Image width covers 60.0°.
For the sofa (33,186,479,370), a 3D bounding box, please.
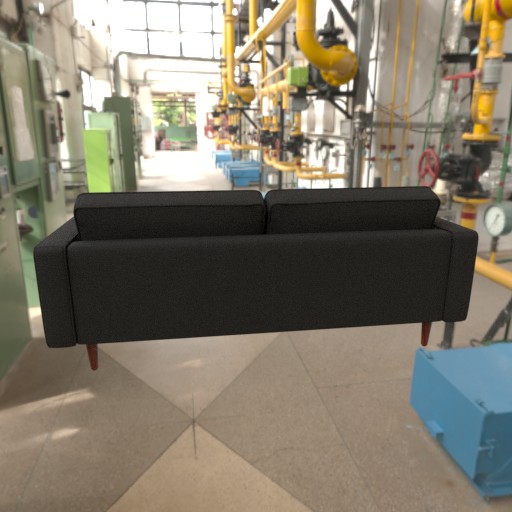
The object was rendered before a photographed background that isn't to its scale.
[{"bbox_3d":[0.000,0.000,2.302,1.875,0.759,0.914,-2,16,-8],"label":"sofa"}]
